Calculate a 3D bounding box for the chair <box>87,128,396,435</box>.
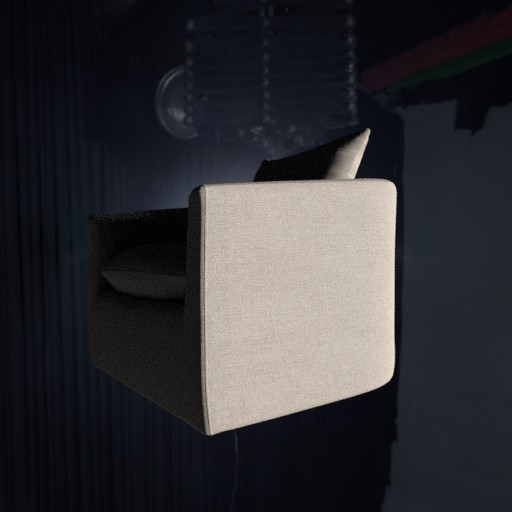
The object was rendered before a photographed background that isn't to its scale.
[{"bbox_3d":[0.000,0.000,1.534,0.910,0.848,0.845,0,-1,-37],"label":"chair"}]
